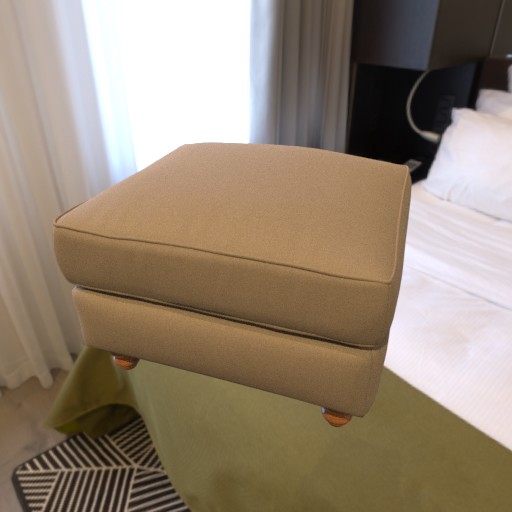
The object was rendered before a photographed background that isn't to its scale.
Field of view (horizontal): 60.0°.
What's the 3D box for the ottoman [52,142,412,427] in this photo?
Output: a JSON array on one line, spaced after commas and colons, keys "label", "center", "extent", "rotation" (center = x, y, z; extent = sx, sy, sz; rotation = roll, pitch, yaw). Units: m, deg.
[{"label": "ottoman", "center": [0.000, 0.000, 1.165], "extent": [0.721, 0.505, 0.662], "rotation": [10, 32, 16]}]
